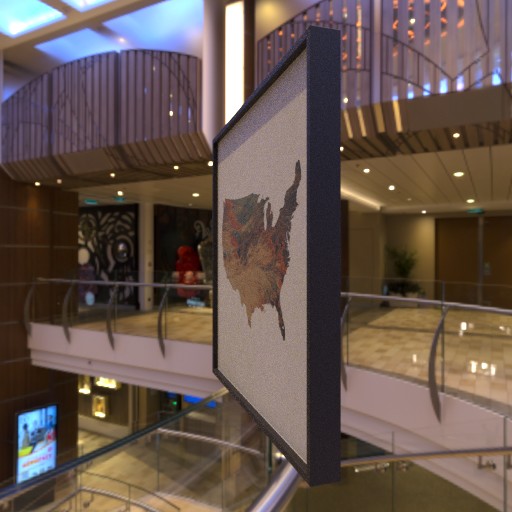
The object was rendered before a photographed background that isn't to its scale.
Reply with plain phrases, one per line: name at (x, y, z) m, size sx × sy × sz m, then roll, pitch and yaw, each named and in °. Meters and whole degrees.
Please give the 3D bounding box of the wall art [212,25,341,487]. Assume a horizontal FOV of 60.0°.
wall art at (0.000, 0.000, 0.733) m, size 0.038 × 0.507 × 0.507 m, roll 0°, pitch 0°, yaw -18°
